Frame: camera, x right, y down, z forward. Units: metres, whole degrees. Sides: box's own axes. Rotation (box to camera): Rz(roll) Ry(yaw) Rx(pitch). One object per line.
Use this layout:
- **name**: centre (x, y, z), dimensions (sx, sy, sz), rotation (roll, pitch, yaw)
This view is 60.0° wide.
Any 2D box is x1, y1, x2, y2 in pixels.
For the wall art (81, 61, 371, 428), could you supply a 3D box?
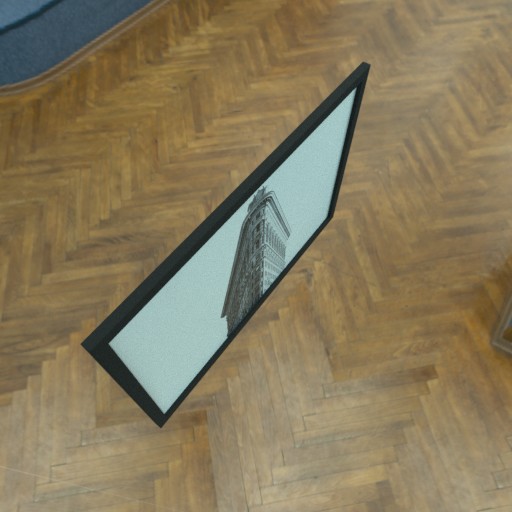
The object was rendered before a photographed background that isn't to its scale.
- **wall art**: centre (0.000, 0.000, 1.223), dimensions (0.026, 0.656, 0.958), rotation (33, 64, 18)
